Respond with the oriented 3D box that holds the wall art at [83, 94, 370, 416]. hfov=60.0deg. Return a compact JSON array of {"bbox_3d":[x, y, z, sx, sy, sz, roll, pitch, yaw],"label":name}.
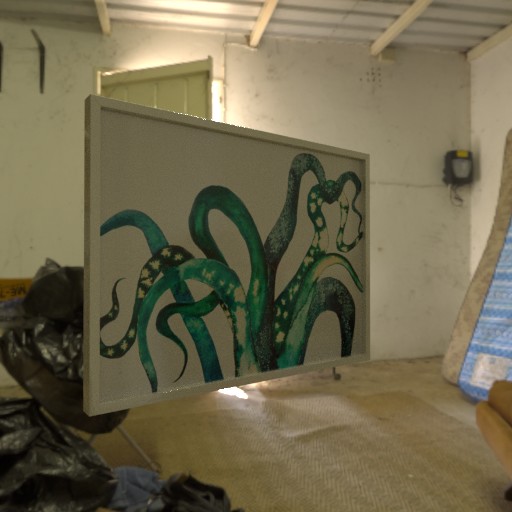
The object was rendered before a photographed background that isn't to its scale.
[{"bbox_3d":[0.000,0.000,1.408,1.041,0.787,0.053,0,-1,-36],"label":"wall art"}]
